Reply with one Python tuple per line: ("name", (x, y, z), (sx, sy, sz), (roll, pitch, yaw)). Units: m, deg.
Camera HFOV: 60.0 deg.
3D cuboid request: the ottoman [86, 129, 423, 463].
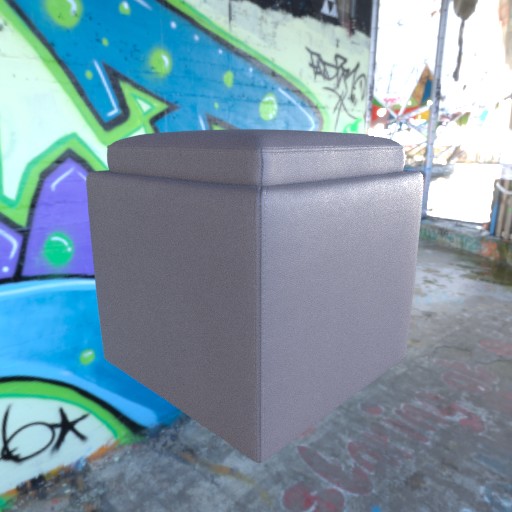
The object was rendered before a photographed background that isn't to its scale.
("ottoman", (0.000, 0.000, 0.840), (0.451, 0.460, 0.450), (14, 20, 42))
